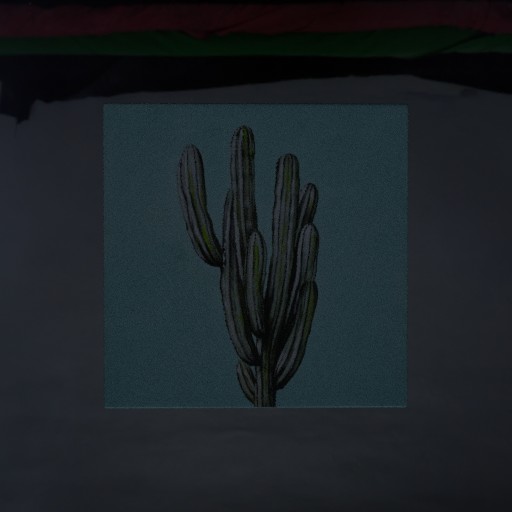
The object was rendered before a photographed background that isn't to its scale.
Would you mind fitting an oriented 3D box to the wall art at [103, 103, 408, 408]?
[{"bbox_3d":[0.000,0.000,1.593,1.071,1.073,0.070,0,1,-1],"label":"wall art"}]
